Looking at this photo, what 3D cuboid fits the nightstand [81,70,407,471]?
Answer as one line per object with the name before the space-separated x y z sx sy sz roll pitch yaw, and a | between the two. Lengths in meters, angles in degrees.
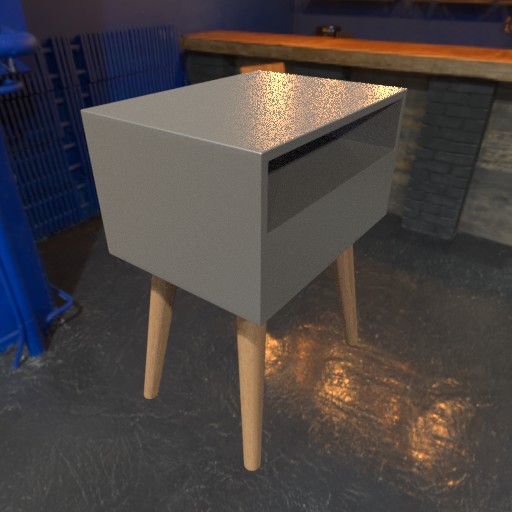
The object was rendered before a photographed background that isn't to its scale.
nightstand | 0.000 0.000 0.738 0.288 0.508 0.370 21 37 31
